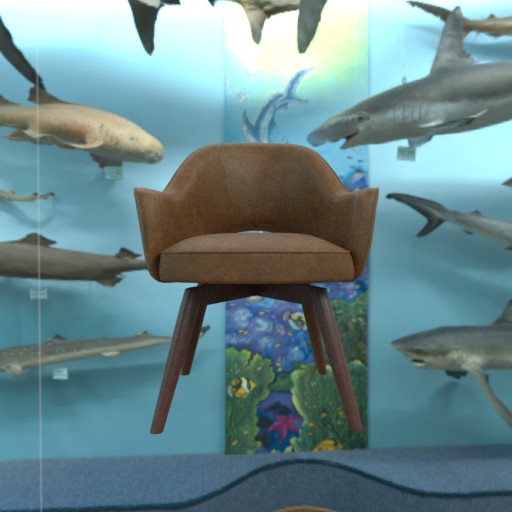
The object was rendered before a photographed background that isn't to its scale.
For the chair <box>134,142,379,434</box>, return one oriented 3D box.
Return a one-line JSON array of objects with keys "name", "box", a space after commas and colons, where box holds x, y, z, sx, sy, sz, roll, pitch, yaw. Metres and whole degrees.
[{"name": "chair", "box": [0.000, 0.000, 1.239, 0.591, 0.777, 0.640, 0, 1, -1]}]
